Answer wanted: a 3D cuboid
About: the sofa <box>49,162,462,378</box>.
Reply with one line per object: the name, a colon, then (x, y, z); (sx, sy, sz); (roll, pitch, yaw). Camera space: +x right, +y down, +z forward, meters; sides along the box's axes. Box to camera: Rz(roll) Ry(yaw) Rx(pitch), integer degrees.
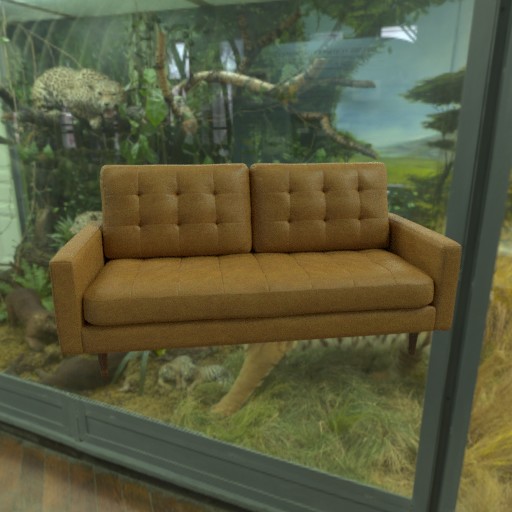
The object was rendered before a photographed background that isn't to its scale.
sofa: (0.000, 0.000, 2.295); (1.821, 0.898, 0.850); (-2, 17, -8)
